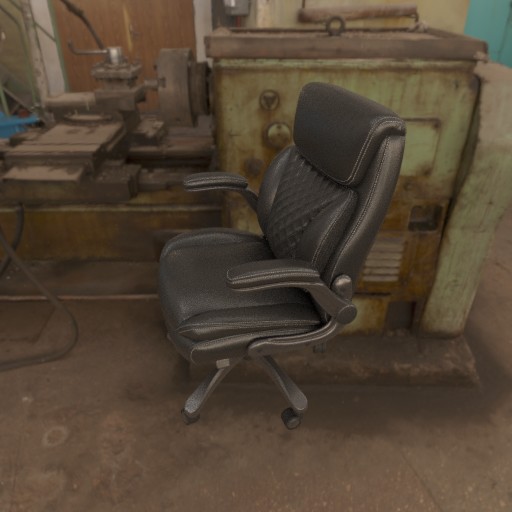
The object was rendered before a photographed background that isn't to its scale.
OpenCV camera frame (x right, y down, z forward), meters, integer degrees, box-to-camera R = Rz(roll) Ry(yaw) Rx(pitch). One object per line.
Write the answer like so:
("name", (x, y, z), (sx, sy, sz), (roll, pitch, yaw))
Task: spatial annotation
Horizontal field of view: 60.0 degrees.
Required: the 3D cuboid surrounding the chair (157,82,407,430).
("chair", (0.000, 0.000, 1.606), (0.724, 1.110, 0.782), (-9, 33, -15))
